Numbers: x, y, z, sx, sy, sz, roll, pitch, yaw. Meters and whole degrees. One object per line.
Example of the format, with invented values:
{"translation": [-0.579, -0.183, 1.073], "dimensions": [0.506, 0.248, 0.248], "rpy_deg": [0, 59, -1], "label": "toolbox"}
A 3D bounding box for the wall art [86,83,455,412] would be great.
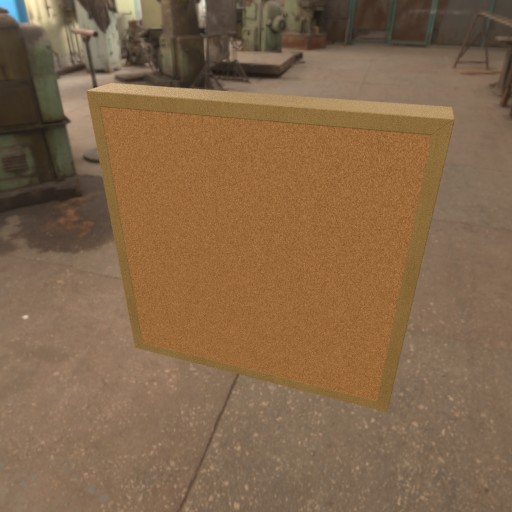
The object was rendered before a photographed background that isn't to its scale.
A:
{"translation": [0.000, 0.000, 0.445], "dimensions": [0.305, 0.305, 0.038], "rpy_deg": [10, 33, 16], "label": "wall art"}
